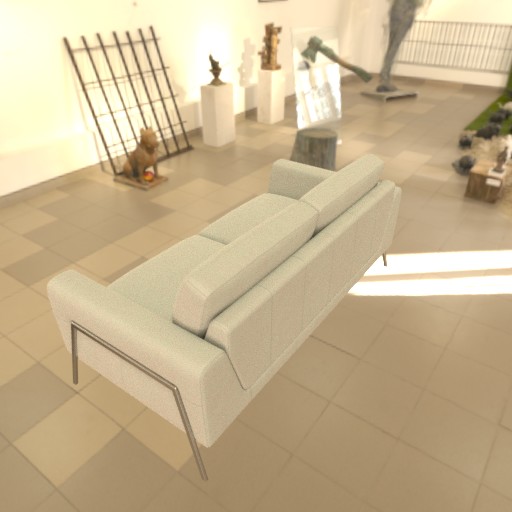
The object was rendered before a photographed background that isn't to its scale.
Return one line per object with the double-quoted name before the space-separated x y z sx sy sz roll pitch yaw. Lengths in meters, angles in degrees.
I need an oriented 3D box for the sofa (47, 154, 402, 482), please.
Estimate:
"sofa" 0.000 0.000 2.555 0.953 0.875 2.017 21 38 30
